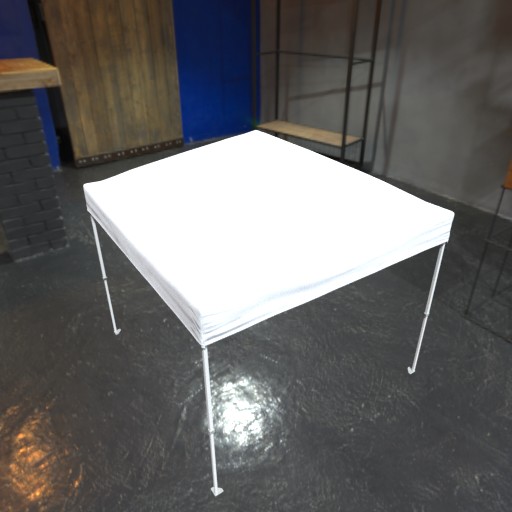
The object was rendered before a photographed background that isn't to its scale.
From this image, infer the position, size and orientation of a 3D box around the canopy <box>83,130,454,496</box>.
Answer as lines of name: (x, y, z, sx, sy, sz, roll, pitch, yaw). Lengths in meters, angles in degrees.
canopy: (0.000, 0.000, 5.314, 2.998, 2.997, 2.996, -19, 35, -29)
